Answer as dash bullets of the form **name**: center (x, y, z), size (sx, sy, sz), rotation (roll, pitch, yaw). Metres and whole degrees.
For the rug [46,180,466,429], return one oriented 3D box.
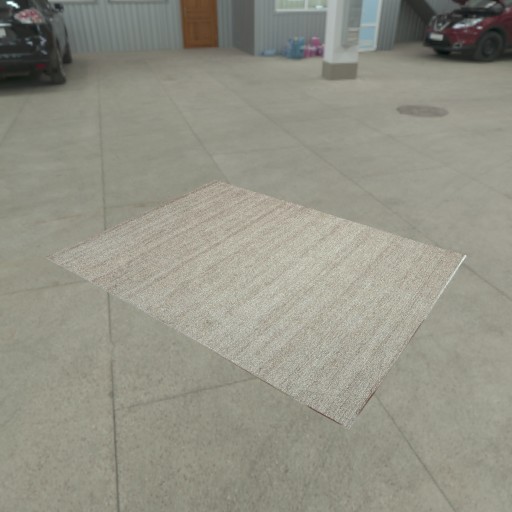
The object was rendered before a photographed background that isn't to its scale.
- **rug**: center (0.000, 0.000, 4.215), size (3.202, 0.045, 2.434), rotation (22, 37, 31)
